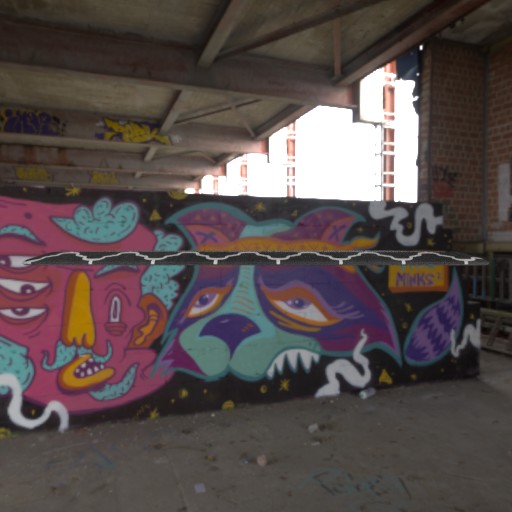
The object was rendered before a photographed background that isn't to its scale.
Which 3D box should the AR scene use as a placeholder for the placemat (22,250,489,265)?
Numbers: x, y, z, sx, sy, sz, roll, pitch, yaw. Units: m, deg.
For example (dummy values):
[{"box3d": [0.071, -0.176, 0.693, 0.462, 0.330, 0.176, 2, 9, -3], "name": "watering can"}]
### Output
[{"box3d": [0.000, 0.000, 0.947, 0.762, 0.021, 0.508, 0, 1, 1], "name": "placemat"}]
